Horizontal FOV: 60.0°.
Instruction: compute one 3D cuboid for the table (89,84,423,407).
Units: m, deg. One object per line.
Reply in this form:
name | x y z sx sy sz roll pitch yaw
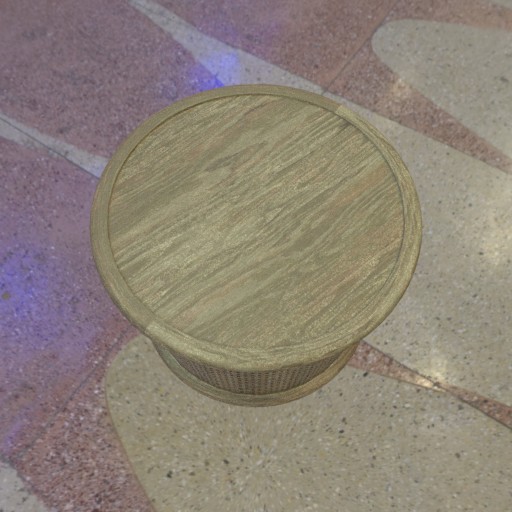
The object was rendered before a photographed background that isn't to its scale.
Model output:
table | 0.000 0.000 1.012 0.607 0.450 0.607 0 64 0
